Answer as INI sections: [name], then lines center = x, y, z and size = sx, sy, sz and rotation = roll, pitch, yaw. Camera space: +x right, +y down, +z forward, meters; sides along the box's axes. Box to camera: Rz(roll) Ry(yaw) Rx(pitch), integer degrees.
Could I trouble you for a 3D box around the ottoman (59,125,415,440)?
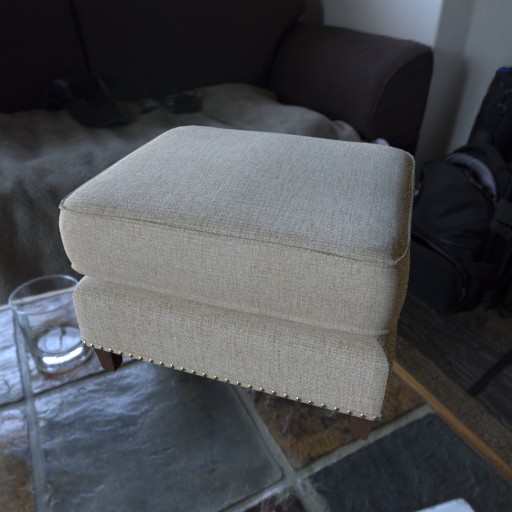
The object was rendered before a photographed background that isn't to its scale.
[ottoman]
center = 0.000, 0.000, 1.141
size = 0.738, 0.537, 0.589
rotation = 10, 35, 15
